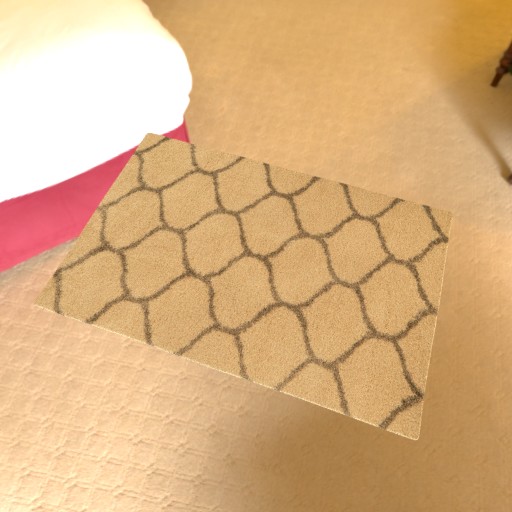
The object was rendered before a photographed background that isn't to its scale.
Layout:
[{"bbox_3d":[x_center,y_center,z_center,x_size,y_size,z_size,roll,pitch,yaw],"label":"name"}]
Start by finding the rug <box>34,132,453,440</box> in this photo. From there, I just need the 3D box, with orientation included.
[{"bbox_3d":[0.000,0.000,3.330,2.701,0.026,1.801,17,61,10],"label":"rug"}]
